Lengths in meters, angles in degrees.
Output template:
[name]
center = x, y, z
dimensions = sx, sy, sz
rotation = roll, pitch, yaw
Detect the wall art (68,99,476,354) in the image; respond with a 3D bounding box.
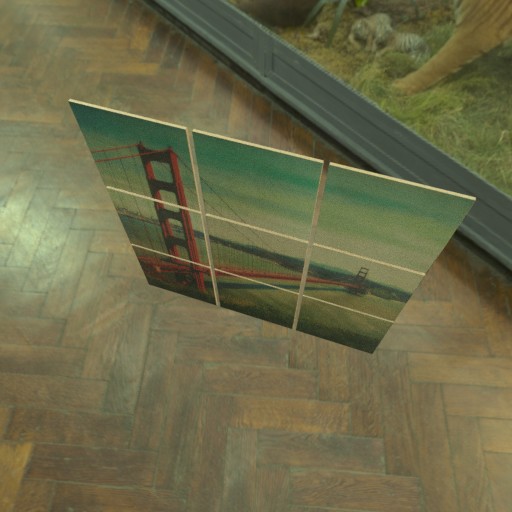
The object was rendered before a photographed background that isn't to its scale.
[wall art]
center = 0.000, 0.000, 2.220
dimensions = 1.519, 1.507, 0.014
rotation = 16, 60, 10
